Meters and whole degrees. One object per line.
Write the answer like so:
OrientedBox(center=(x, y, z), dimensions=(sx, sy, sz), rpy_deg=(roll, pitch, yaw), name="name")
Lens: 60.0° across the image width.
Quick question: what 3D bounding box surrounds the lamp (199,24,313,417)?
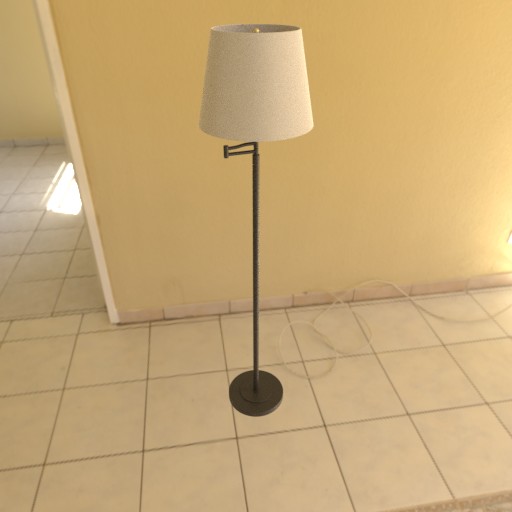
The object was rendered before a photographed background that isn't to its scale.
OrientedBox(center=(0.000, 0.000, 1.604), dimensions=(0.348, 1.473, 0.348), rpy_deg=(-10, 34, -16), name="lamp")
